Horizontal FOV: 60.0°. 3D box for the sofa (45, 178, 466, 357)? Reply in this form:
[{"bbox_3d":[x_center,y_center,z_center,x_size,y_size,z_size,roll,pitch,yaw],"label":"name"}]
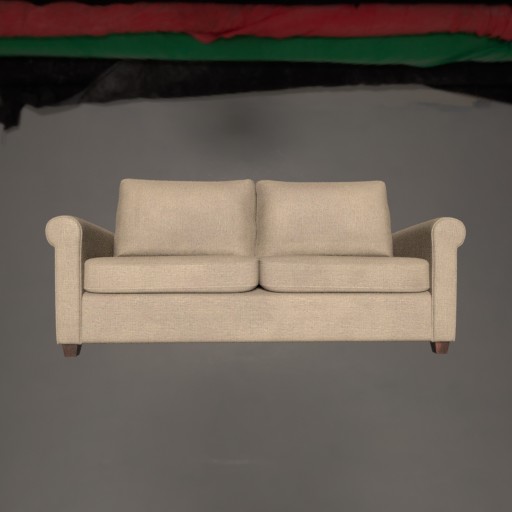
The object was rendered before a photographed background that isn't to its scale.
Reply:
[{"bbox_3d":[0.000,0.000,2.445,1.935,0.942,0.842,0,-1,-2],"label":"sofa"}]
